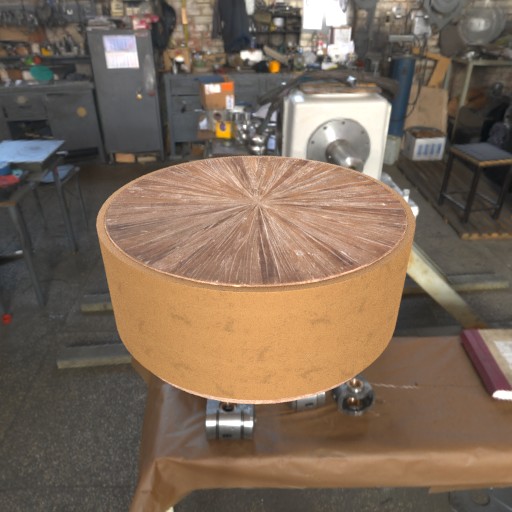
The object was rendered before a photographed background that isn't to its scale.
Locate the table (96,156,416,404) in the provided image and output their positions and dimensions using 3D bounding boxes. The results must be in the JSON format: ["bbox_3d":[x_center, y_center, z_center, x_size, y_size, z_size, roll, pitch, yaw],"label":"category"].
[{"bbox_3d":[0.000,0.000,1.555,1.001,0.409,1.001,0,31,0],"label":"table"}]
